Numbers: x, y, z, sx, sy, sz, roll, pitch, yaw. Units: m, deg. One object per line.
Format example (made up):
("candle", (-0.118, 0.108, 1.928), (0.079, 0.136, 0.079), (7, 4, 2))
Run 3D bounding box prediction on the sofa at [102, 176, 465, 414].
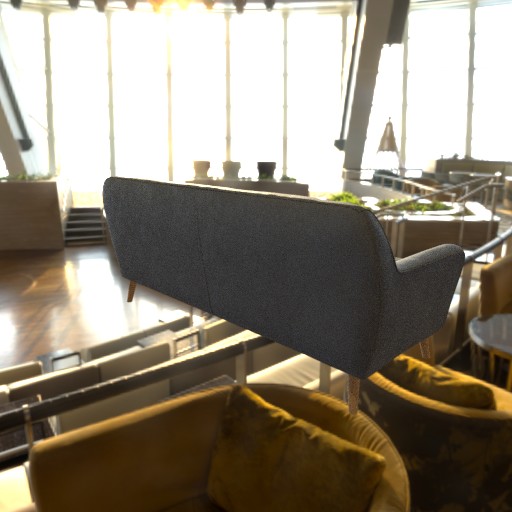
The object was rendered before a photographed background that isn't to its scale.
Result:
("sofa", (0.000, 0.000, 2.463), (0.841, 0.832, 1.975), (-14, 20, -43))
